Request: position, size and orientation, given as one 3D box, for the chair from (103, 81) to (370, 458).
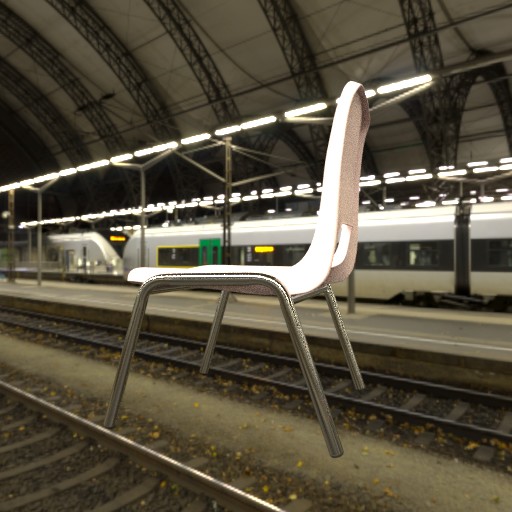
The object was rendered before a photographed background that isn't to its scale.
[{"bbox_3d":[0.000,0.000,0.791,0.385,0.537,0.354,0,0,19],"label":"chair"}]
